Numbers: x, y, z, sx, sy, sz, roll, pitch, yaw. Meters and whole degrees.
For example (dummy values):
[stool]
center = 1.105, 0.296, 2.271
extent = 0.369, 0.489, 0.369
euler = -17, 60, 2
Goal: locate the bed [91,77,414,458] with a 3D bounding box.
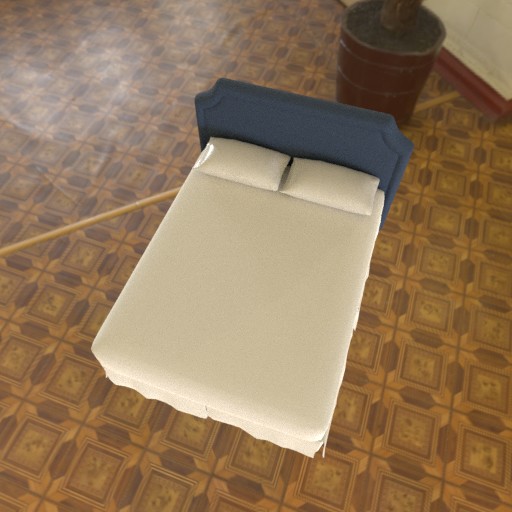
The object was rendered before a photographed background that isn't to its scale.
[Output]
[bed]
center = 0.000, 0.000, 3.363
extent = 1.831, 1.297, 2.260
euler = 16, 59, 10
